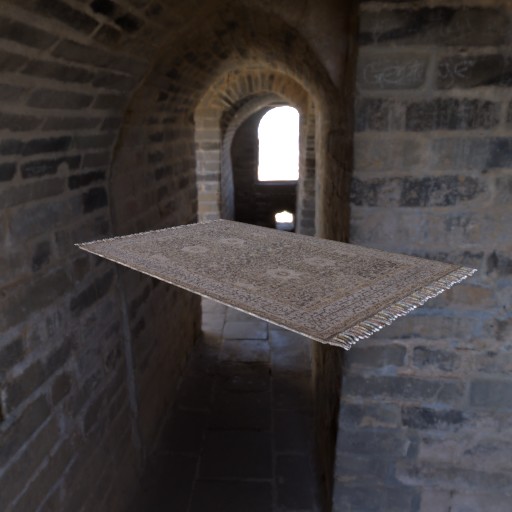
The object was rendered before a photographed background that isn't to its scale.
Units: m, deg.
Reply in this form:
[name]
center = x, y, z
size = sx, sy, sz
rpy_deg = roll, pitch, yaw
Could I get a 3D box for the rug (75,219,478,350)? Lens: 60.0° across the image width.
[rug]
center = 0.000, 0.000, 2.544
size = 2.029, 0.010, 1.237
rpy_deg = 15, 21, 42
